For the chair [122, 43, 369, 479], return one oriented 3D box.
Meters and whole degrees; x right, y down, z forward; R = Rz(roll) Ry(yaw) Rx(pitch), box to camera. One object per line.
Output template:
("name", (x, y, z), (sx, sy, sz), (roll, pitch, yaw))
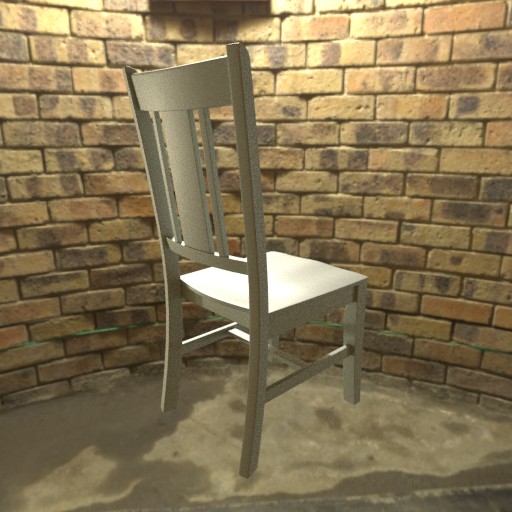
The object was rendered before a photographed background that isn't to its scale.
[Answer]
("chair", (0.000, 0.000, 1.266), (0.555, 0.998, 0.450), (-14, 21, -41))
